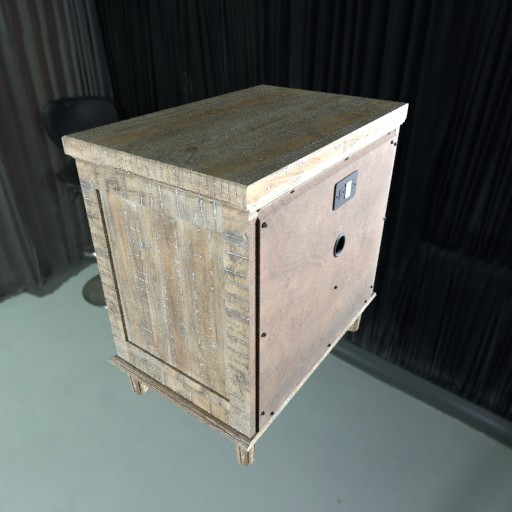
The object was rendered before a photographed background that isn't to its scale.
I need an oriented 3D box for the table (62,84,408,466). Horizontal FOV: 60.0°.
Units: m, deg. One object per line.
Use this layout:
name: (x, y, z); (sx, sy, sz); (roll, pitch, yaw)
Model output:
table: (0.000, 0.000, 1.161); (0.457, 0.711, 0.686); (20, 36, 30)
